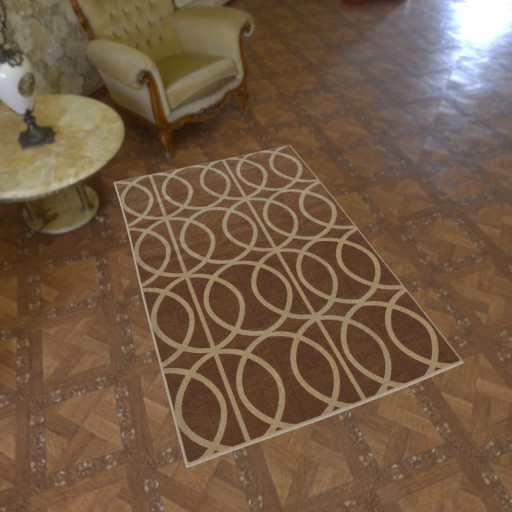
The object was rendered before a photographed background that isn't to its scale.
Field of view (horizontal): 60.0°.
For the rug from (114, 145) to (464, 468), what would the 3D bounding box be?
[{"bbox_3d":[0.000,0.000,2.919,1.528,0.014,2.294,-15,48,-14],"label":"rug"}]
